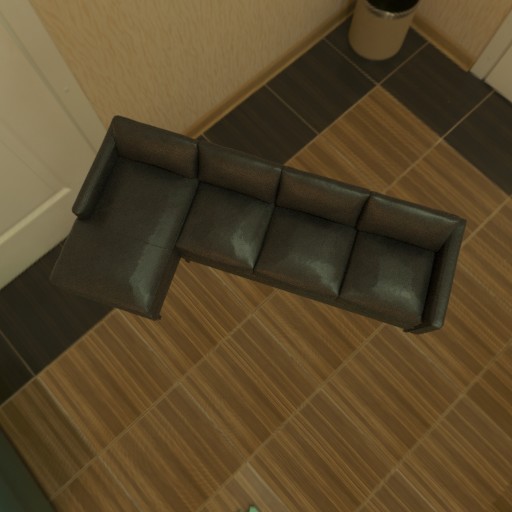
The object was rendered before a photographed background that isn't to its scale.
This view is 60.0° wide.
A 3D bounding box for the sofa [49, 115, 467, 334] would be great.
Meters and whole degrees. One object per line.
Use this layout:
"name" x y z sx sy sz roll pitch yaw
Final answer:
"sofa" 0.000 0.000 3.592 2.993 0.859 1.471 17 75 5
